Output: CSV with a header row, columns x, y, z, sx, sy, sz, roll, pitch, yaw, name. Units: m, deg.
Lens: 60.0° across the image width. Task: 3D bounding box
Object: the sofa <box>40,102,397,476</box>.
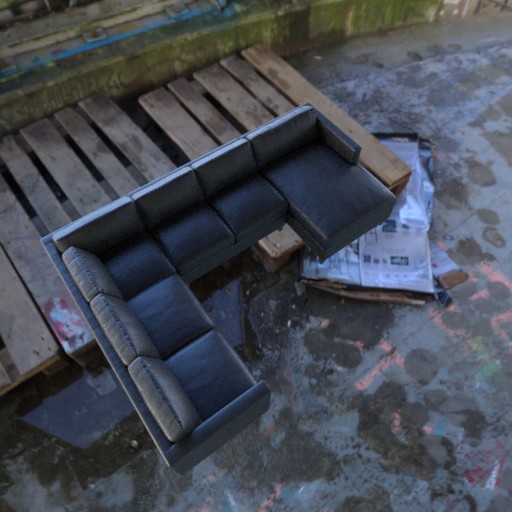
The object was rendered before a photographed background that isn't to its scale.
x,y,z,sx,sy,sz,roll,pitch,yaw,name
0.000,0.000,4.451,3.324,0.891,2.452,-32,63,-18,sofa
